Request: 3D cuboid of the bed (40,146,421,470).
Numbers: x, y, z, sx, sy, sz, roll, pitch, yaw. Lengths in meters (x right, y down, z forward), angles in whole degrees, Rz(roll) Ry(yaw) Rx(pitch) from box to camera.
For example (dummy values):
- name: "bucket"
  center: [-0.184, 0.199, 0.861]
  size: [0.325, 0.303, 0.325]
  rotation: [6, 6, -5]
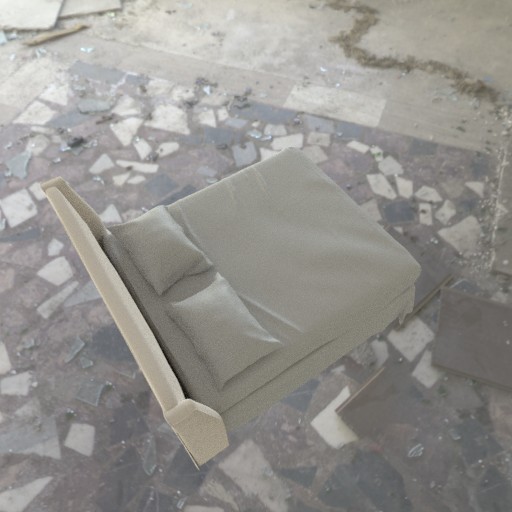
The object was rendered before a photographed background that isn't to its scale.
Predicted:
- name: "bed"
  center: [0.000, 0.000, 3.429]
  size: [2.276, 1.332, 1.925]
  rotation: [-29, 61, -18]
